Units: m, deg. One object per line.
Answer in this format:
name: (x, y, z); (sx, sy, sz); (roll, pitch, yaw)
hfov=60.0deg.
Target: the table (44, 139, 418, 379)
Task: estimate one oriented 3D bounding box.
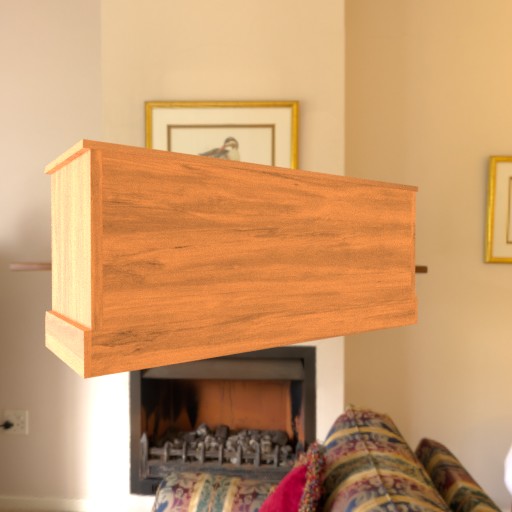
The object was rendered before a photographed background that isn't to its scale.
table: (0.000, 0.000, 1.457); (1.200, 0.510, 0.400); (-1, 1, -36)
